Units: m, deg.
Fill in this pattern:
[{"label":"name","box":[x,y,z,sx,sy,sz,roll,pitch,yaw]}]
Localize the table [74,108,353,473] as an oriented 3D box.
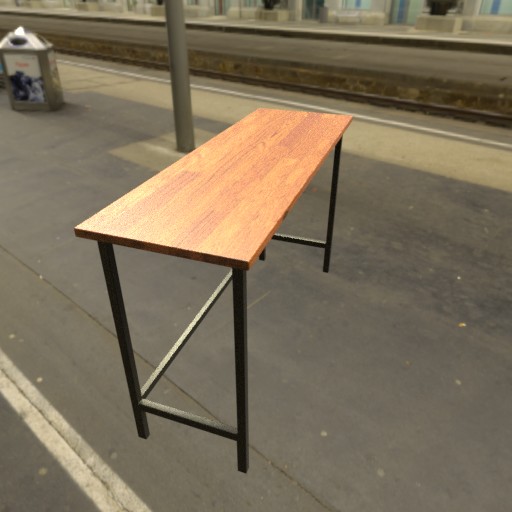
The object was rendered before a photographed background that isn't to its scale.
[{"label":"table","box":[0.000,0.000,1.577,0.408,0.740,1.204,11,33,17]}]
